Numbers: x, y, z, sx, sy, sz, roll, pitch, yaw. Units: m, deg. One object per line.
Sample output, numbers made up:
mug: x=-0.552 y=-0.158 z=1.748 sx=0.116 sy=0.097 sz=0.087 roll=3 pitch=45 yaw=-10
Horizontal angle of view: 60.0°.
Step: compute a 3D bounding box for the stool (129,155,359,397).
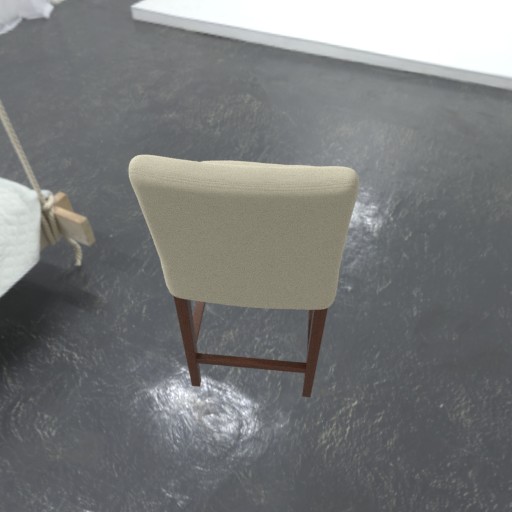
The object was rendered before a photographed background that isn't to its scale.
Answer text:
stool: x=0.000 y=0.000 z=1.304 sx=0.470 sy=0.981 sz=0.577 roll=4 pitch=47 yaw=4
